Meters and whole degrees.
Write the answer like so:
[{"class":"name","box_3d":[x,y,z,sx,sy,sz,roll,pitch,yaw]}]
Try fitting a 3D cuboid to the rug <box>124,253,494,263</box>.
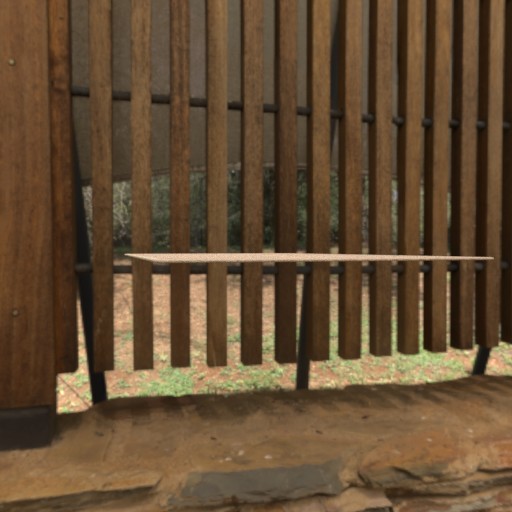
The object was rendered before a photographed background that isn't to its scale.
[{"class":"rug","box_3d":[0.000,0.000,2.287,1.219,0.010,1.829,0,1,-19]}]
